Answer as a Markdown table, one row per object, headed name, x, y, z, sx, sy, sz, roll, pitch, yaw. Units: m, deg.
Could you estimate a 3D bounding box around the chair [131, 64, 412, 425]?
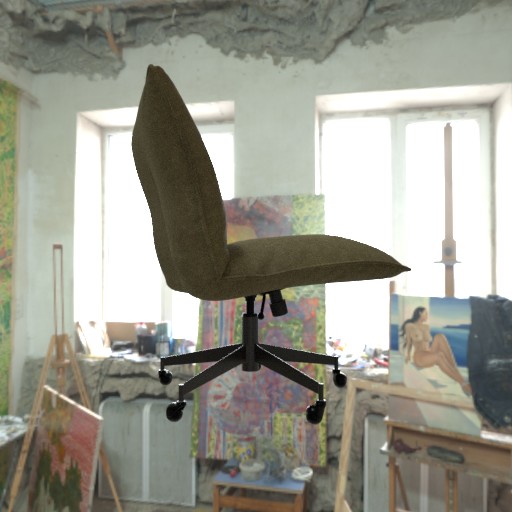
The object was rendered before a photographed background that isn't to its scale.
| name | x | y | z | sx | sy | sz | roll | pitch | yaw |
| --- | --- | --- | --- | --- | --- | --- | --- | --- | --- |
| chair | 0.000 | 0.000 | 1.299 | 0.696 | 0.811 | 0.597 | 0 | -1 | -18 |
